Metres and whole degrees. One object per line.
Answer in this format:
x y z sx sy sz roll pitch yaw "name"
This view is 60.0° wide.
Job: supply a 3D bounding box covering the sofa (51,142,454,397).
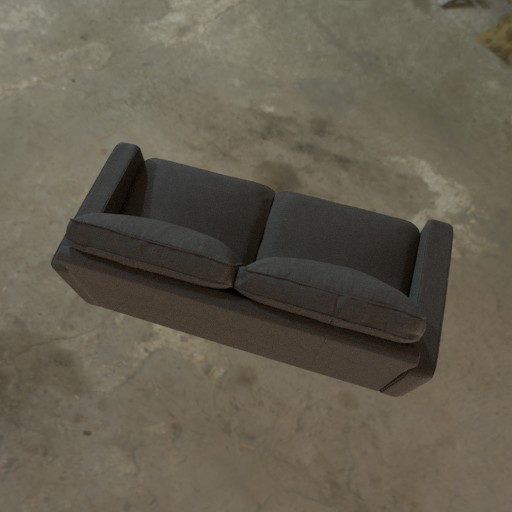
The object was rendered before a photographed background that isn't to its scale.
0.000 0.000 2.559 2.080 0.919 0.940 15 65 7 "sofa"
